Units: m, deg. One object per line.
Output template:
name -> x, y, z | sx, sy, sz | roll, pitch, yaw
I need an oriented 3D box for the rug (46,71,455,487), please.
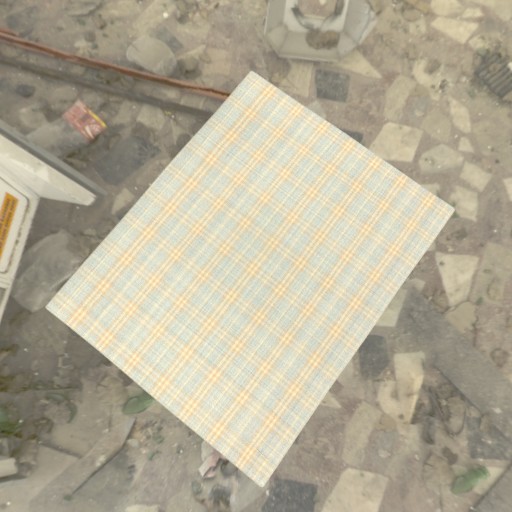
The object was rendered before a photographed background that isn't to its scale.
rug -> 0.000, 0.000, 4.102 | 2.462, 0.030, 3.066 | 37, 79, 8
